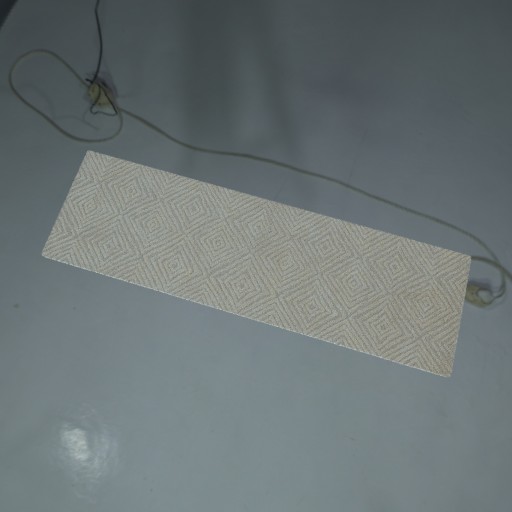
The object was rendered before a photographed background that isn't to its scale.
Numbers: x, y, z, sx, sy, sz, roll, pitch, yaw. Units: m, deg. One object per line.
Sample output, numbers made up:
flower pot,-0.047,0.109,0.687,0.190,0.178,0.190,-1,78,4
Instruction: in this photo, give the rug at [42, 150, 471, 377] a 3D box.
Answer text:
rug,0.000,0.000,2.445,2.277,0.008,0.676,16,75,4
